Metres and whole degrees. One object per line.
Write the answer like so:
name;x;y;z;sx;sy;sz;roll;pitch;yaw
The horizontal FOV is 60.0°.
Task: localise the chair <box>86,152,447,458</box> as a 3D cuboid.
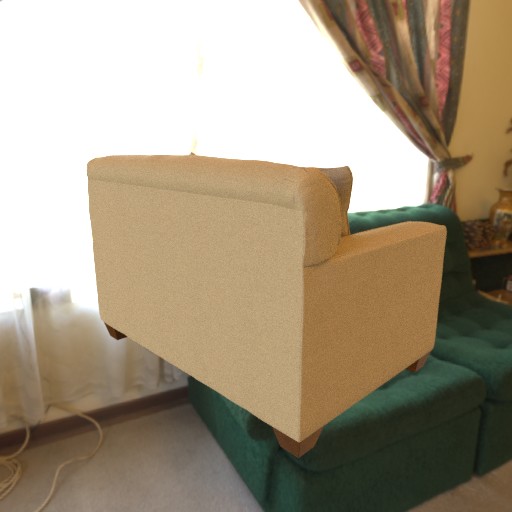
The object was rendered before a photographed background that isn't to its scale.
chair;0.000;0.000;2.068;1.000;0.948;1.383;-14;20;-42
